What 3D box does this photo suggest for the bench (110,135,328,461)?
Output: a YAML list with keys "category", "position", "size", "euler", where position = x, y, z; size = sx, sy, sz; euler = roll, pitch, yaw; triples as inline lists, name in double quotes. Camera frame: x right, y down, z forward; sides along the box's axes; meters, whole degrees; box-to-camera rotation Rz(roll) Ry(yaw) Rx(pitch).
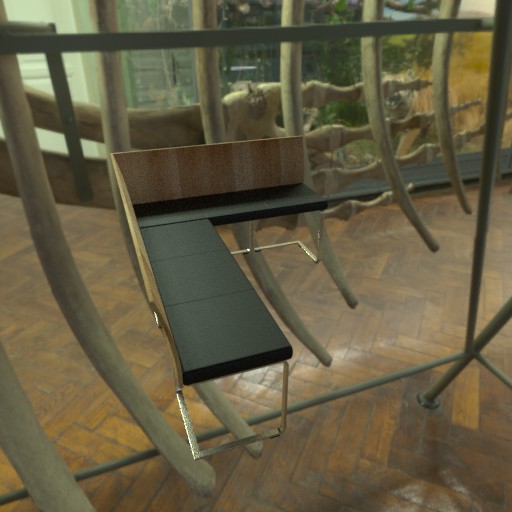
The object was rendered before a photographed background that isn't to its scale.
- category: "bench"
  position: [0.000, 0.000, 2.792]
  size: [1.495, 0.930, 1.945]
  euler: [-10, 31, -17]
